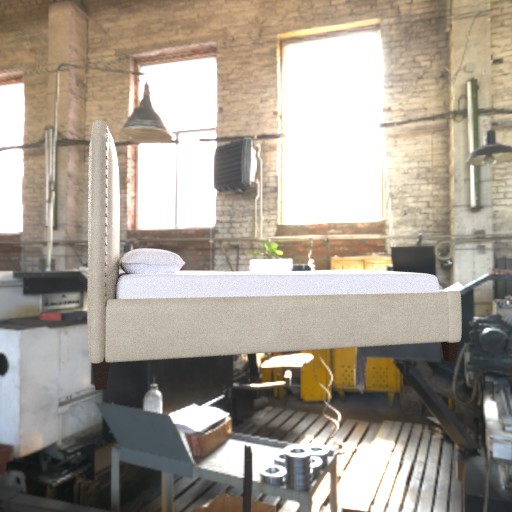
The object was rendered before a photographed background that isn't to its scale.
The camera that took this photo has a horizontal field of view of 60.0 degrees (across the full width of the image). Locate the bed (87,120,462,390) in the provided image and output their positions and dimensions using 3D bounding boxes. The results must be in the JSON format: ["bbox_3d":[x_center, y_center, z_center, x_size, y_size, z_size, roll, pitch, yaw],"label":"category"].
[{"bbox_3d":[0.000,0.000,3.418,2.372,1.443,1.712,1,-2,-18],"label":"bed"}]
